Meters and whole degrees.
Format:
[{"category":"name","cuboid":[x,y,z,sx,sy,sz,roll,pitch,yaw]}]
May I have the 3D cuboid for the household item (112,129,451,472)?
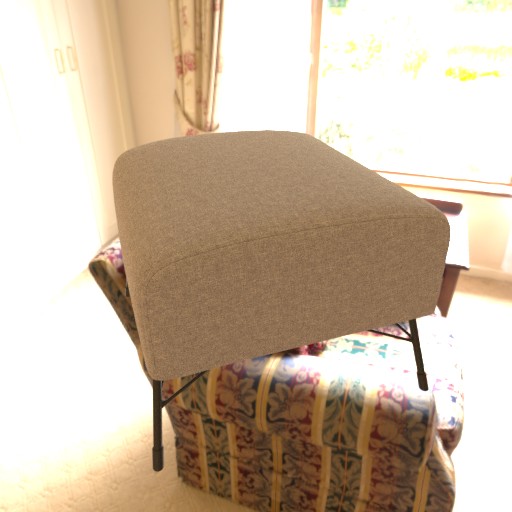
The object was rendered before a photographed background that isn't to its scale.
[{"category":"household item","cuboid":[0.000,0.000,0.896,0.530,0.410,0.530,-10,31,-17]}]
